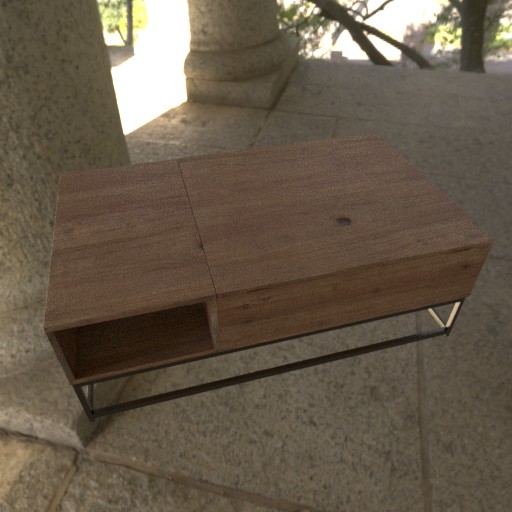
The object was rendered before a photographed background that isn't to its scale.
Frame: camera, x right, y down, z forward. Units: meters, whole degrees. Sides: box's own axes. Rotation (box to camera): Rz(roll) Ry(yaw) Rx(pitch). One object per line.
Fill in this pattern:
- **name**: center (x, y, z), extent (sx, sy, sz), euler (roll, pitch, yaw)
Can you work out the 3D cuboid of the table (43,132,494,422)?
- **table**: center (0.000, 0.000, 1.399), extent (1.101, 0.395, 0.655), euler (-10, 42, -12)
